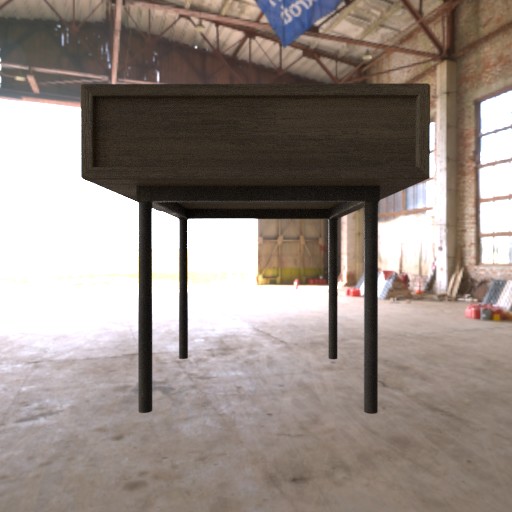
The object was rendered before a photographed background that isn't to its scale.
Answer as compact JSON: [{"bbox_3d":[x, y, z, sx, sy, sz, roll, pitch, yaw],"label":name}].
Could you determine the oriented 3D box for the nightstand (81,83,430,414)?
[{"bbox_3d":[0.000,0.000,0.886,0.502,0.497,0.503,0,0,0],"label":"nightstand"}]
